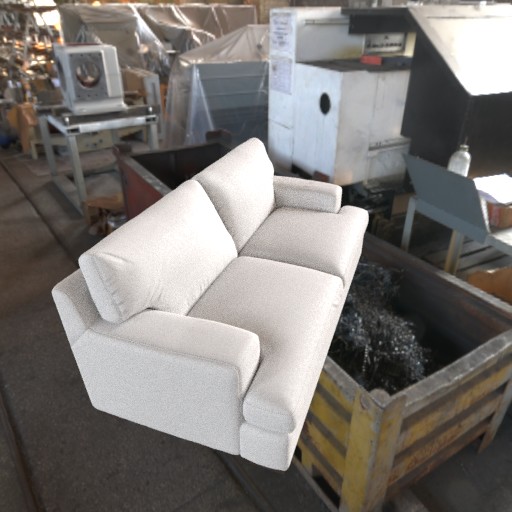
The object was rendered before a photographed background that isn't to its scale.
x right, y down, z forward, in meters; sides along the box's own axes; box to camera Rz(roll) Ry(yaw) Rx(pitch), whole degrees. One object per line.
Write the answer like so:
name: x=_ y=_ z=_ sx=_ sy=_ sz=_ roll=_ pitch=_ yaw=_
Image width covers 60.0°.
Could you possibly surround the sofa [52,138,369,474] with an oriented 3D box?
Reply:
sofa: x=0.000 y=0.000 z=2.800 sx=1.143 sy=0.940 sz=2.261 roll=10 pitch=31 yaw=18
